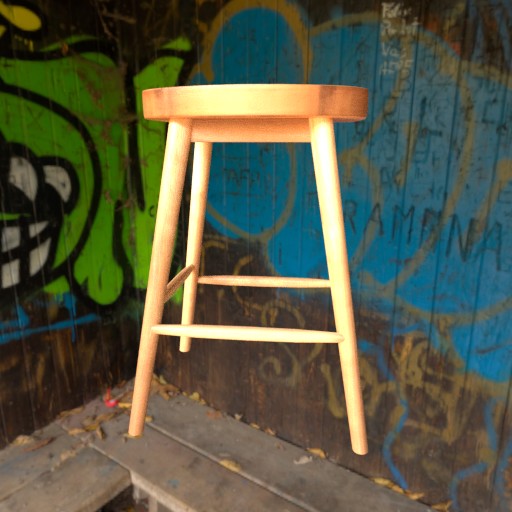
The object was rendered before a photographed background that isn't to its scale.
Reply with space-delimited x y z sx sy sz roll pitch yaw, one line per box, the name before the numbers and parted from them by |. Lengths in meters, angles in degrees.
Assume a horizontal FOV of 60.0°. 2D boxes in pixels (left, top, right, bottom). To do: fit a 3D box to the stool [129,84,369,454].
stool | 0.000 0.000 0.890 0.440 0.615 0.361 2 15 7
